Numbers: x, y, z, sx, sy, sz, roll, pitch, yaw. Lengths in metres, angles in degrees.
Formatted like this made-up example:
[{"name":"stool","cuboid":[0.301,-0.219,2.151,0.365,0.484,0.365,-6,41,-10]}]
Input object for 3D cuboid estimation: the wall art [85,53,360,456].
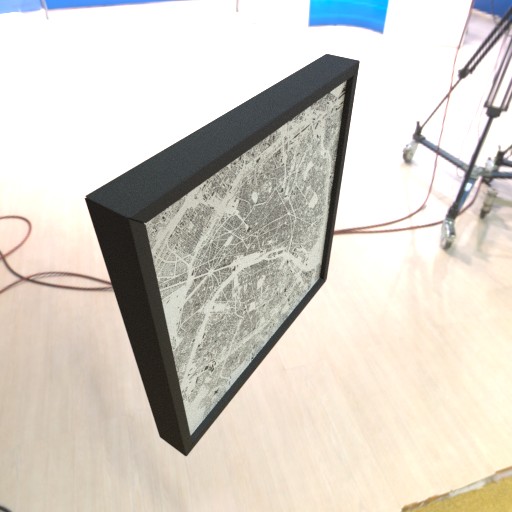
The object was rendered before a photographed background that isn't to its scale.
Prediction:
[{"name":"wall art","cuboid":[0.000,0.000,0.448,0.037,0.305,0.305,25,48,25]}]
